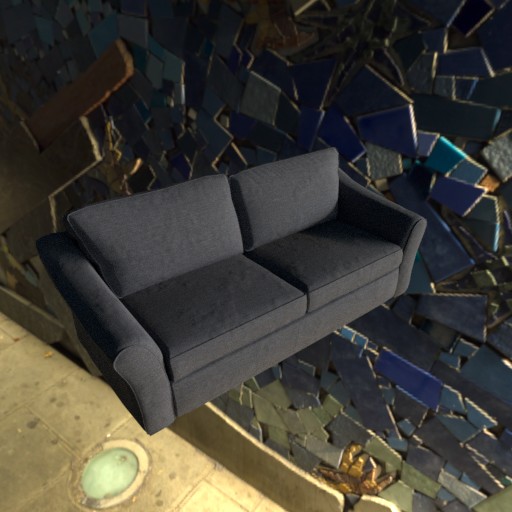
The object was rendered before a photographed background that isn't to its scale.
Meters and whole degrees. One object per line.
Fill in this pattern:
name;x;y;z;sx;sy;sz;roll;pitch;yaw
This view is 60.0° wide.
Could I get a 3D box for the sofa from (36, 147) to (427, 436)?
sofa;0.000;0.000;2.759;2.270;0.950;0.971;-21;35;-32
